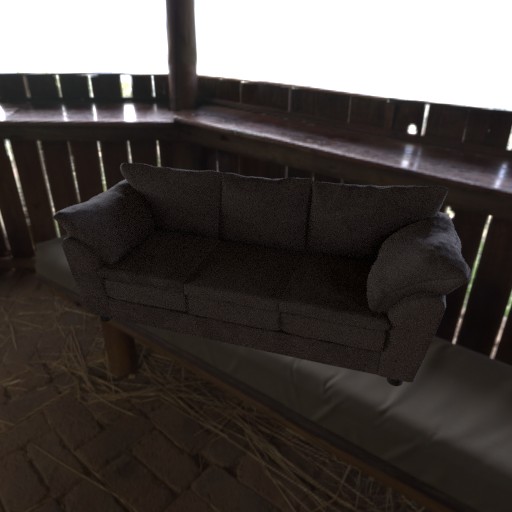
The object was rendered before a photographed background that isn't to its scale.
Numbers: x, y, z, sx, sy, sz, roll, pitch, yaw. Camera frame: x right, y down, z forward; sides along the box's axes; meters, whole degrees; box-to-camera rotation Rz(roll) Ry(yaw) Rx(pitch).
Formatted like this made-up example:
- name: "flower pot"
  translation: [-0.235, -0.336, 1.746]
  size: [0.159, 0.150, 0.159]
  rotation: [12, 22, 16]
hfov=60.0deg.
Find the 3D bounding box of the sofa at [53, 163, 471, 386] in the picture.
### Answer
- name: "sofa"
  translation: [0.000, 0.000, 2.847]
  size: [2.377, 0.981, 0.893]
  rotation: [9, 28, 16]
